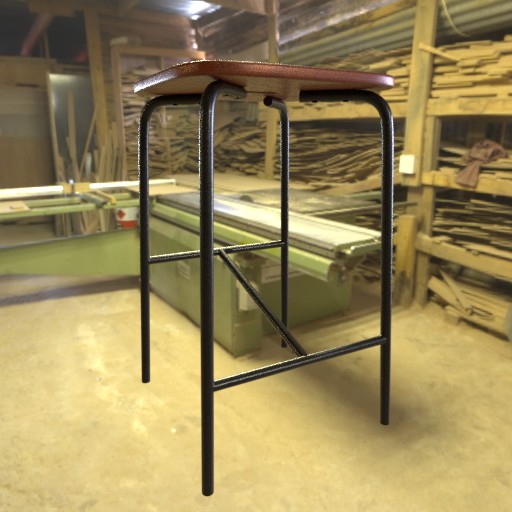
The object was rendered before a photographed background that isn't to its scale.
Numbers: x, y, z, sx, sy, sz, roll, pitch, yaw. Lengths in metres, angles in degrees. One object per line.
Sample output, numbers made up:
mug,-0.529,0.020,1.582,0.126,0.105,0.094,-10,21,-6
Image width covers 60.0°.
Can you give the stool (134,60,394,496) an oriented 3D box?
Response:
stool,0.000,0.000,0.826,0.376,0.610,0.376,-8,17,-27
